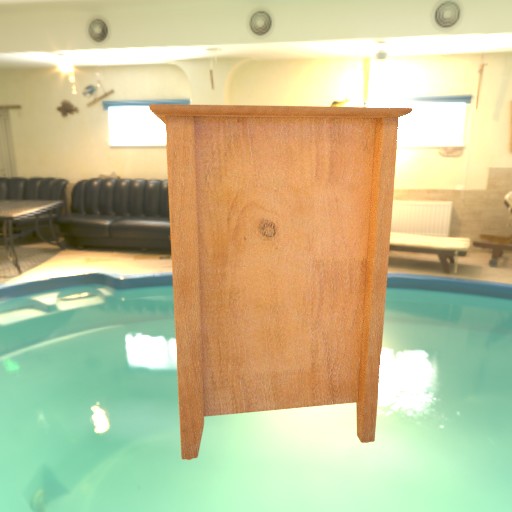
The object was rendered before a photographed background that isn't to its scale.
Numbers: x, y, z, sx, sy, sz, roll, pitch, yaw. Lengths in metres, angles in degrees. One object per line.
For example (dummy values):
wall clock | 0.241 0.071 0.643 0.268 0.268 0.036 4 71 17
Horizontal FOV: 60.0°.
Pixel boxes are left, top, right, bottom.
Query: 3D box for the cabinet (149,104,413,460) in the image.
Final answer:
cabinet | 0.000 0.000 1.273 0.503 0.762 0.763 -2 14 -9
